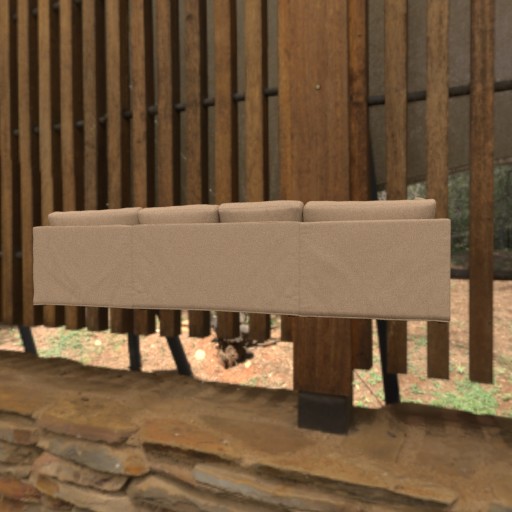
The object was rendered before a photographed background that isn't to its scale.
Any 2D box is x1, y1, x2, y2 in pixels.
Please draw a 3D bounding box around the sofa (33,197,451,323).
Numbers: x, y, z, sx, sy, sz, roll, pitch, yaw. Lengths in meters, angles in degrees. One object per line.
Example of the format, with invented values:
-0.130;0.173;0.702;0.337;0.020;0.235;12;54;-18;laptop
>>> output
0.000;0.000;4.574;3.460;0.882;2.427;0;0;17;sofa
